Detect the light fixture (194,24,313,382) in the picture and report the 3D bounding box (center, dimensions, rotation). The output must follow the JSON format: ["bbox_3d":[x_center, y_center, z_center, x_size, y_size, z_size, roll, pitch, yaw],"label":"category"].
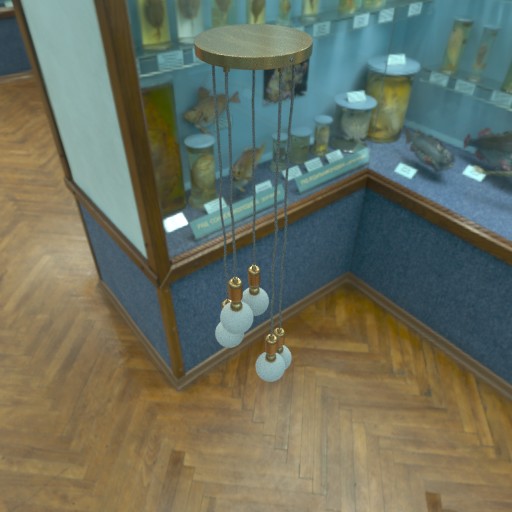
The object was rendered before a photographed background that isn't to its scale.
[{"bbox_3d":[0.000,0.000,0.504,0.108,0.457,0.105,-26,47,-27],"label":"light fixture"}]
